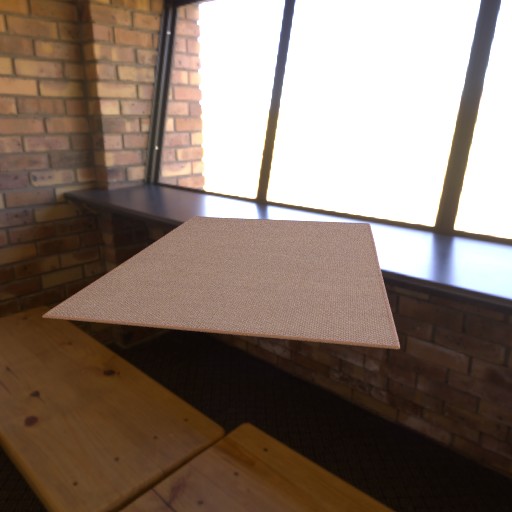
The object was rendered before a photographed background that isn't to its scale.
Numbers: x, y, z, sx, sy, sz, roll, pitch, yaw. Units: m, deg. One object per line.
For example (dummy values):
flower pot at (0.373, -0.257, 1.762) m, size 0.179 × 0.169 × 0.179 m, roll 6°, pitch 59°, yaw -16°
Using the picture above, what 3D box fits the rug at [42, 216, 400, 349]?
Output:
rug at (0.000, 0.000, 2.814) m, size 1.524 × 0.013 × 2.134 m, roll 3°, pitch 17°, yaw 10°
